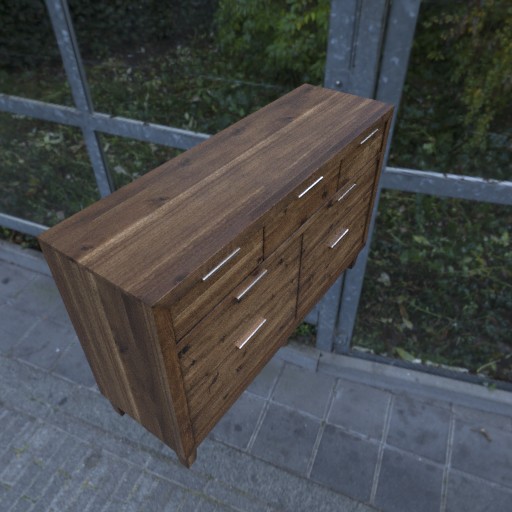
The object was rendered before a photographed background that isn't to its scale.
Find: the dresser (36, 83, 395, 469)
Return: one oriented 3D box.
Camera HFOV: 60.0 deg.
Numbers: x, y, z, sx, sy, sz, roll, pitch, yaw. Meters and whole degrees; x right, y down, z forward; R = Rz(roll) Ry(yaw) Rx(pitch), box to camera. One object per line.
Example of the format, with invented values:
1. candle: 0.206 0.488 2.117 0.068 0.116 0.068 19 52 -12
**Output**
1. dresser: 0.000 0.000 1.793 0.438 0.892 1.387 25 47 26
